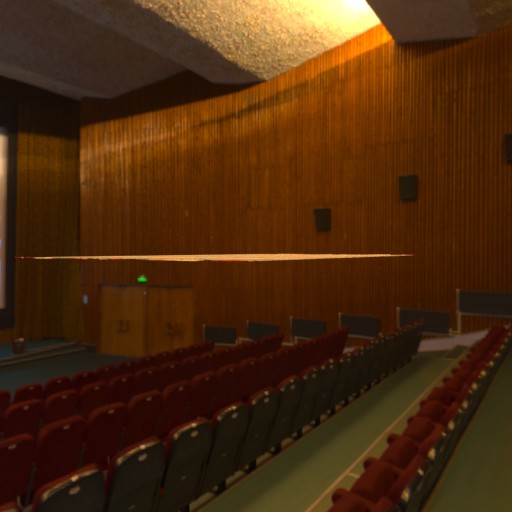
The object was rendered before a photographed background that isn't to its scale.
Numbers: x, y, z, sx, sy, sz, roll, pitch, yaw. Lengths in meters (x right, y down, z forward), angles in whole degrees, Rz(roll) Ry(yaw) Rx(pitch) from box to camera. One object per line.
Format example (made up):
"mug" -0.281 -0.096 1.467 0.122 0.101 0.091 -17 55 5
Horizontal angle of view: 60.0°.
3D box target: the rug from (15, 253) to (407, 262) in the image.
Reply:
"rug" 0.000 0.000 2.943 1.465 0.012 2.465 1 1 34
